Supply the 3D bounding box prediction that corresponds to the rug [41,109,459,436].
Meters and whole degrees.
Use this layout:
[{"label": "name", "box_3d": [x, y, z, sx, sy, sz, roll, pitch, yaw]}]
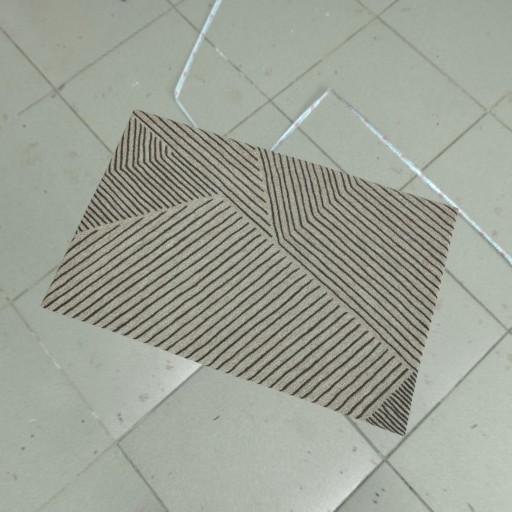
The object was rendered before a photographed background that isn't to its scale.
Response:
[{"label": "rug", "box_3d": [0.000, 0.000, 2.936, 2.406, 0.023, 1.539, 18, 75, 5]}]
